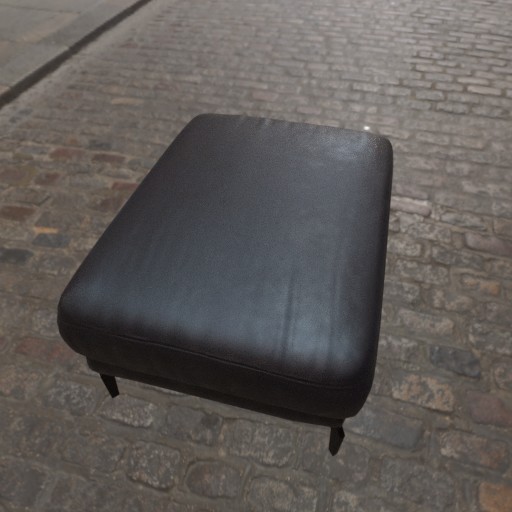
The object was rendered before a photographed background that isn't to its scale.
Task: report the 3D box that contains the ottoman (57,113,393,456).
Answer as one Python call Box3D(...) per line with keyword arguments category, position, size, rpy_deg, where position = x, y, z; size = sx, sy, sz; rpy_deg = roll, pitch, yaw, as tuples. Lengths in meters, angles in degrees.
Box3D(category="ottoman", position=(0.000, 0.000, 1.064), size=(0.570, 0.402, 0.764), rpy_deg=(11, 46, 10))
